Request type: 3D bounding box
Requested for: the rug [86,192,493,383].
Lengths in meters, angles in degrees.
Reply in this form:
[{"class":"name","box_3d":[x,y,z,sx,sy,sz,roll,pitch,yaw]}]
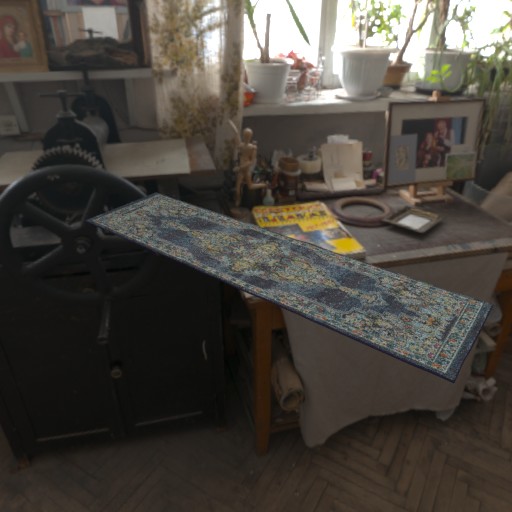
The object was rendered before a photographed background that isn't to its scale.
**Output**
[{"class":"rug","box_3d":[0.000,0.000,2.424,2.283,0.016,0.602,21,36,32]}]
